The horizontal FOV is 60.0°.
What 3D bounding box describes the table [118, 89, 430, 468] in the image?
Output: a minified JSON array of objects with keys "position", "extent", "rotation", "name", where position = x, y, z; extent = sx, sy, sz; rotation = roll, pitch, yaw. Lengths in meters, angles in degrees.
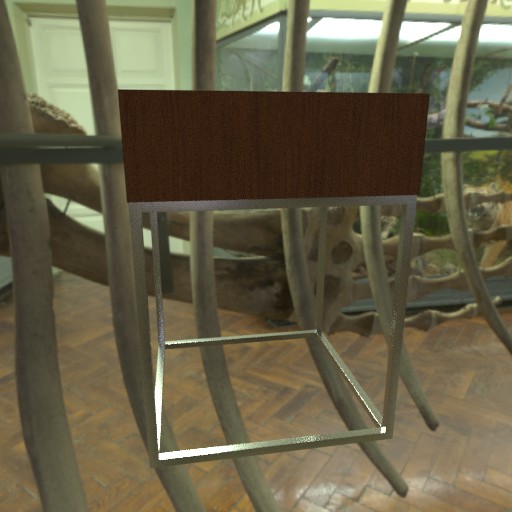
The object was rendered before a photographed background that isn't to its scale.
[{"position":[0.000,0.000,0.815],"extent":[0.398,0.540,0.397],"rotation":[-3,16,-9],"name":"table"}]
